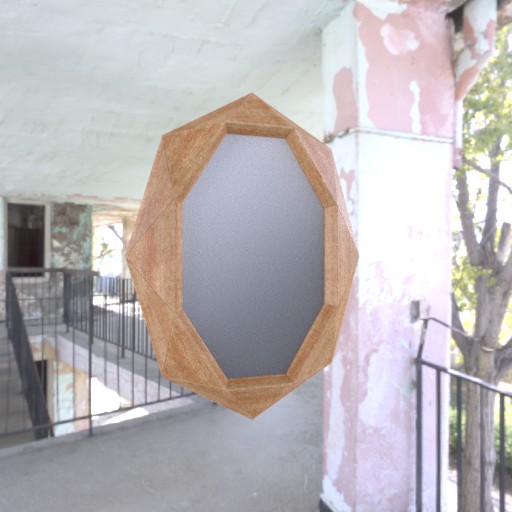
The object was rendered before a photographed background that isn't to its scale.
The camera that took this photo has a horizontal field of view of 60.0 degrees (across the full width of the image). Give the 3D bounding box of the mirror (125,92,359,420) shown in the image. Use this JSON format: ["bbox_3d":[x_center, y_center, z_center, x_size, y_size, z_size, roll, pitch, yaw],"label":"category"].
[{"bbox_3d":[0.000,0.000,1.022,0.577,0.774,0.070,0,0,-18],"label":"mirror"}]
